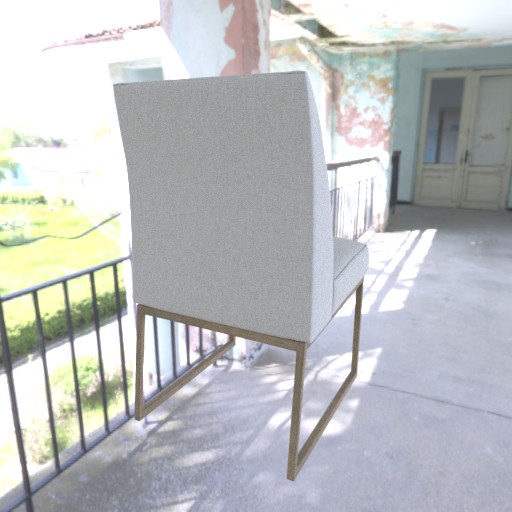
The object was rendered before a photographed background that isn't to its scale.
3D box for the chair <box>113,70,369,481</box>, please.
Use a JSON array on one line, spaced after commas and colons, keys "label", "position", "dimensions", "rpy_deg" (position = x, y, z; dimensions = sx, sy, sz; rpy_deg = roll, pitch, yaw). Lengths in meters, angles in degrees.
[{"label": "chair", "position": [0.000, 0.000, 1.209], "dimensions": [0.508, 0.863, 0.522], "rpy_deg": [8, 17, 27]}]
